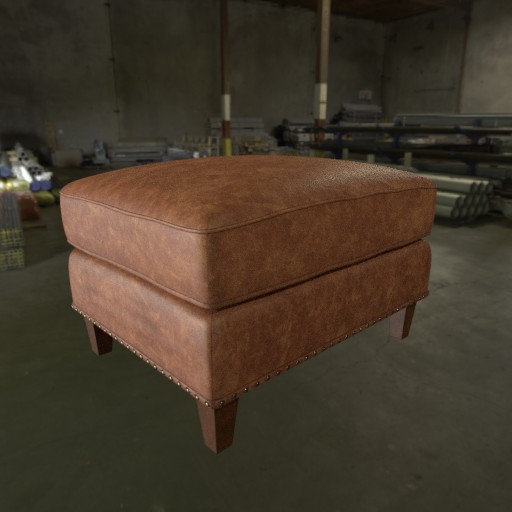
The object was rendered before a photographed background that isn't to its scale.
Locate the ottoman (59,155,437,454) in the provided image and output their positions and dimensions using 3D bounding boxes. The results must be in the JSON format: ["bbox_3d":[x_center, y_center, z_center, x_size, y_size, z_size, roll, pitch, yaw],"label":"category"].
[{"bbox_3d":[0.000,0.000,1.113,0.742,0.486,0.586,-15,22,-41],"label":"ottoman"}]
